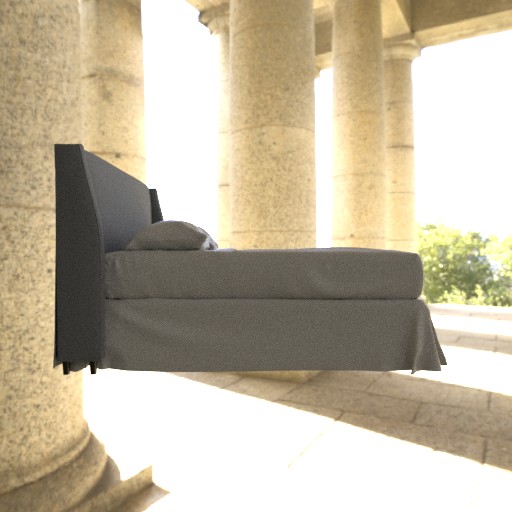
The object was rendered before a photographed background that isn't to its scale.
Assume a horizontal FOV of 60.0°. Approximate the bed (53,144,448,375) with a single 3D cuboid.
[{"bbox_3d":[0.000,0.000,3.418,2.276,1.332,1.925,0,1,0],"label":"bed"}]
